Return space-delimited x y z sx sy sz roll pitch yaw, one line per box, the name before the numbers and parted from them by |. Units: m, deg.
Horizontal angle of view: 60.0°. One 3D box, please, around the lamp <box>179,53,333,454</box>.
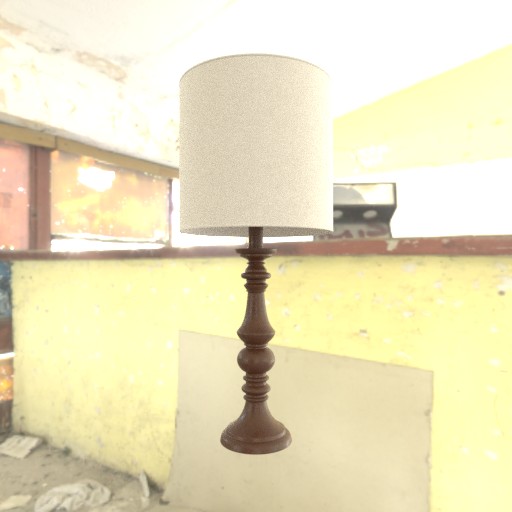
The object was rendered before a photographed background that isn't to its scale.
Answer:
lamp | 0.000 0.000 0.727 0.250 0.597 0.250 1 -1 -36
